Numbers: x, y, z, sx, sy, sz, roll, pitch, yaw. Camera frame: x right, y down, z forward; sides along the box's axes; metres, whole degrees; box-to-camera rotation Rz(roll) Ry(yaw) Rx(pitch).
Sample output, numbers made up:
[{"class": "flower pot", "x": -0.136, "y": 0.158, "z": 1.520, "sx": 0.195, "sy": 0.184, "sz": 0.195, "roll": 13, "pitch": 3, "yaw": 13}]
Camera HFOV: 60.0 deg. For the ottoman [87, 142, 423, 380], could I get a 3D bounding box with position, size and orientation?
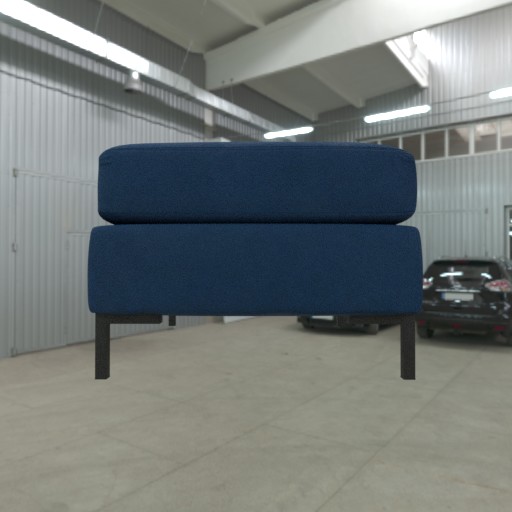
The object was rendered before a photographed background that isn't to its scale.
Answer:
[{"class": "ottoman", "x": 0.000, "y": 0.000, "z": 1.217, "sx": 0.655, "sy": 0.485, "sz": 0.794, "roll": 0, "pitch": -1, "yaw": 0}]
